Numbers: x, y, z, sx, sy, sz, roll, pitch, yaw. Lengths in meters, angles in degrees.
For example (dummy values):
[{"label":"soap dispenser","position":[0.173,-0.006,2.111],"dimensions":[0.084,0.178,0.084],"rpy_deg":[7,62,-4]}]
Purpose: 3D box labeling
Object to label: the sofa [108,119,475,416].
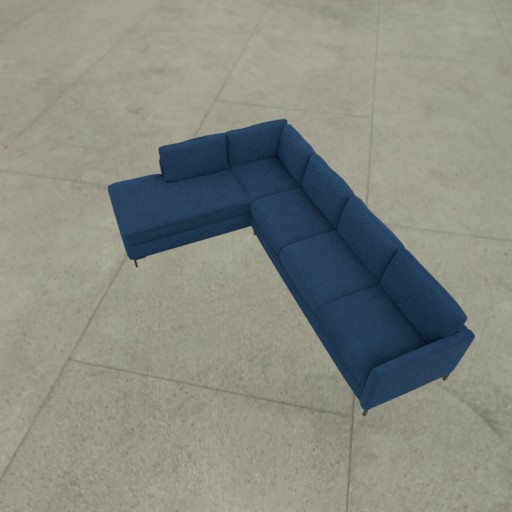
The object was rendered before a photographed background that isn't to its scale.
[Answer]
[{"label":"sofa","position":[0.000,0.000,3.771],"dimensions":[2.007,0.815,2.949],"rpy_deg":[-17,49,-16]}]
